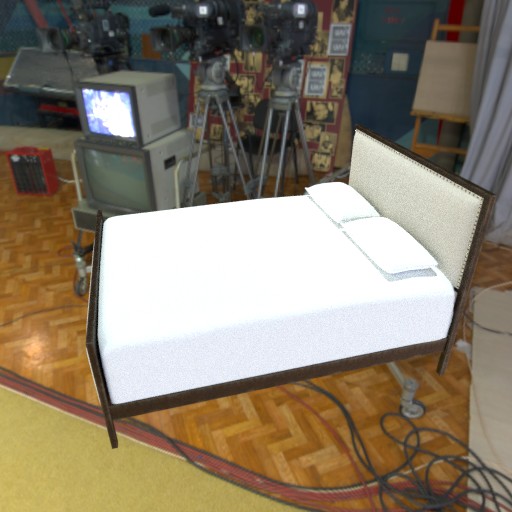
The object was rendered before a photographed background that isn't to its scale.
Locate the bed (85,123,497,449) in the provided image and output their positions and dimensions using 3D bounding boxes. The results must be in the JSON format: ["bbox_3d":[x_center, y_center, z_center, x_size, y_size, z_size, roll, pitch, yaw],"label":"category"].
[{"bbox_3d":[0.000,0.000,3.103,2.221,1.313,1.607,-8,31,-13],"label":"bed"}]
